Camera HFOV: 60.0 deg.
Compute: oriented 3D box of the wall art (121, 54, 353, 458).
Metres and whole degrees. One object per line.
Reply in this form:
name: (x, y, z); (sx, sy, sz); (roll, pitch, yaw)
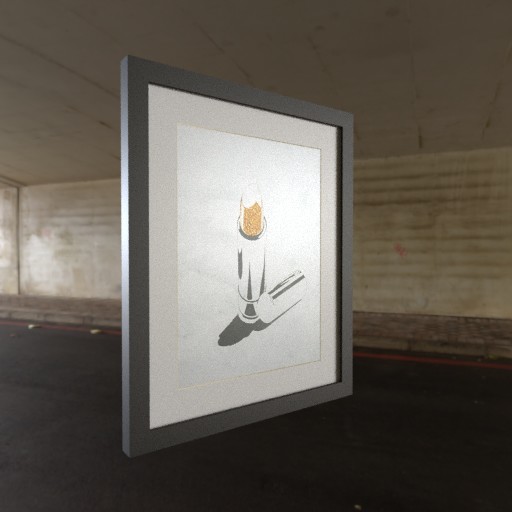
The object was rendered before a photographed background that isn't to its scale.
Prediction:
wall art: (0.000, 0.000, 0.760); (0.457, 0.559, 0.029); (-1, 1, -36)
